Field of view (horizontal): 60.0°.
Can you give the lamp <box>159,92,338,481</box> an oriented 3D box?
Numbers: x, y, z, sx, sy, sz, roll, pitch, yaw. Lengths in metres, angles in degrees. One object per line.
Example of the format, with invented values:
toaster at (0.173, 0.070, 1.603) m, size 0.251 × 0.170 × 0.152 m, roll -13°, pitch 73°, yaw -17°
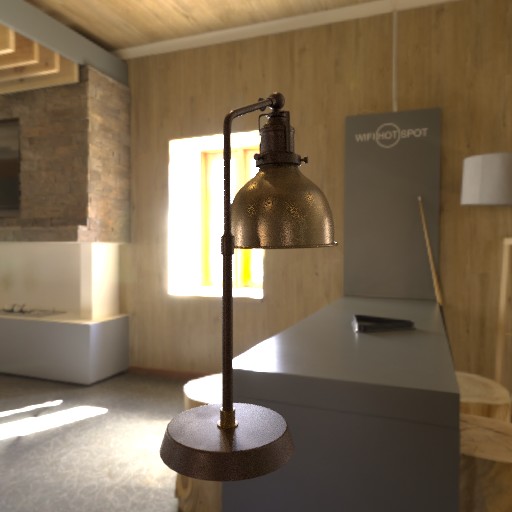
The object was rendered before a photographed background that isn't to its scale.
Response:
lamp at (0.000, 0.000, 0.599) m, size 0.175 × 0.469 × 0.298 m, roll 1°, pitch 2°, yaw 36°
